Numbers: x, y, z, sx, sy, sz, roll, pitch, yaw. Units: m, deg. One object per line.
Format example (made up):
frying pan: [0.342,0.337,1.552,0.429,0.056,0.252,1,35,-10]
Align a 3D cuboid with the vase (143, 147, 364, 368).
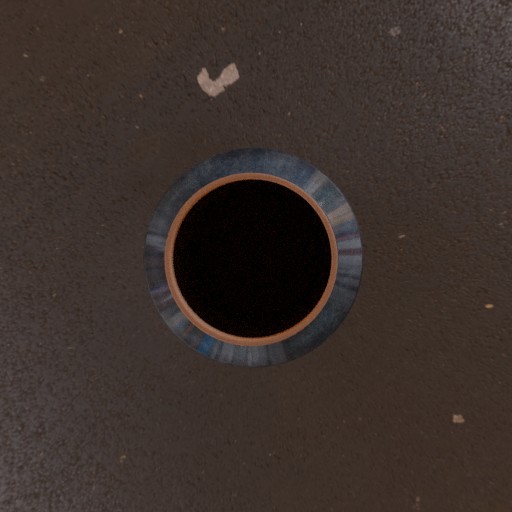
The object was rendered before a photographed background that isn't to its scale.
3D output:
vase: [0.000,0.000,0.401,0.163,0.316,0.163,0,91,1]
